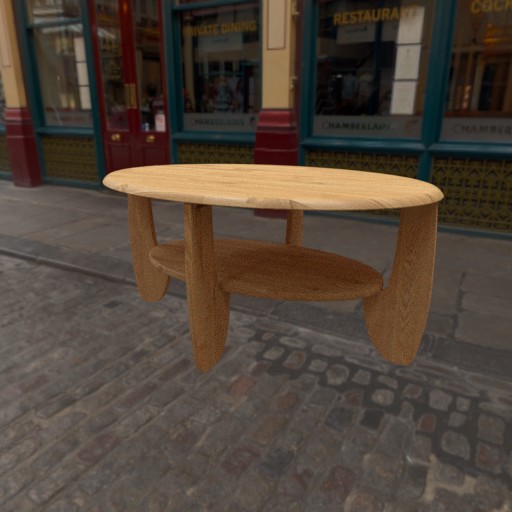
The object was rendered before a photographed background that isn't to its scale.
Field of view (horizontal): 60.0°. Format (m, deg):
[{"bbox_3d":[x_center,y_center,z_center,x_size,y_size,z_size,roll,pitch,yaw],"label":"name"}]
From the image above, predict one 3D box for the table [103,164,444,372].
[{"bbox_3d":[0.000,0.000,1.386,1.040,0.490,0.690,9,20,27],"label":"table"}]
